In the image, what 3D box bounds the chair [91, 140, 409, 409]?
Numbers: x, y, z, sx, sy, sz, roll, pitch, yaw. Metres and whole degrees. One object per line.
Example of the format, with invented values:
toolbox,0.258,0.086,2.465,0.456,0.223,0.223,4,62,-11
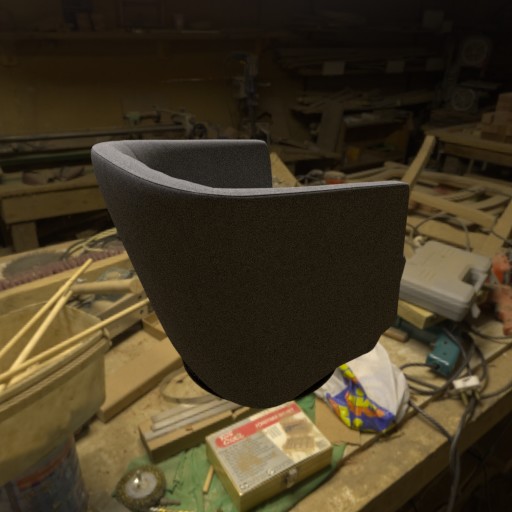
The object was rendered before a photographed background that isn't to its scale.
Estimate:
chair,0.000,0.000,1.616,0.986,0.861,0.822,-17,31,-31
